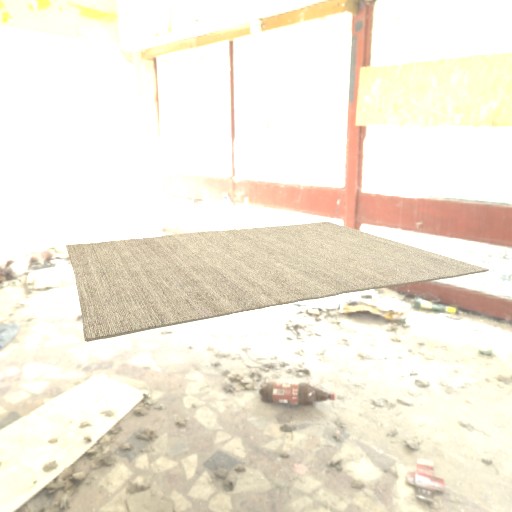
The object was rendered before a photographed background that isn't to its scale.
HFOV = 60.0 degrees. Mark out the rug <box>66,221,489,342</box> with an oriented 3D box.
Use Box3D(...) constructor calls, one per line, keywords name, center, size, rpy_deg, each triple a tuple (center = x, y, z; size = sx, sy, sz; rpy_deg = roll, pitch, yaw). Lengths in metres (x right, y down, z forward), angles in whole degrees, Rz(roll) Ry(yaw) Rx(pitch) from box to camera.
Box3D(name="rug", center=(0.000, 0.000, 4.128), size=(3.202, 0.045, 2.434), rpy_deg=(-7, 16, -23))
